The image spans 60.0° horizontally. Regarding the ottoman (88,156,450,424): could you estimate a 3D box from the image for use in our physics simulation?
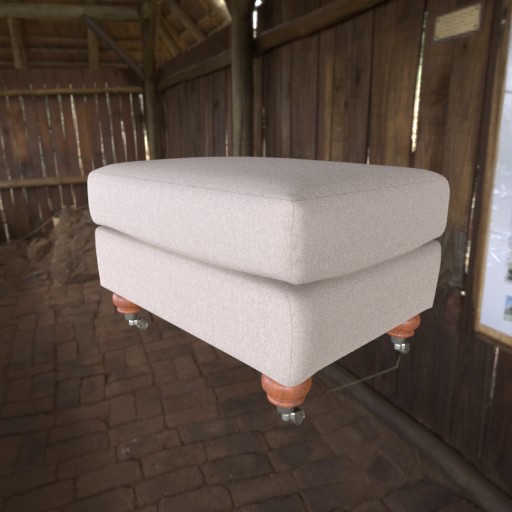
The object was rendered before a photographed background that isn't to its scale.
[{"bbox_3d":[0.000,0.000,1.156,0.574,0.497,0.773,-14,21,-42],"label":"ottoman"}]
